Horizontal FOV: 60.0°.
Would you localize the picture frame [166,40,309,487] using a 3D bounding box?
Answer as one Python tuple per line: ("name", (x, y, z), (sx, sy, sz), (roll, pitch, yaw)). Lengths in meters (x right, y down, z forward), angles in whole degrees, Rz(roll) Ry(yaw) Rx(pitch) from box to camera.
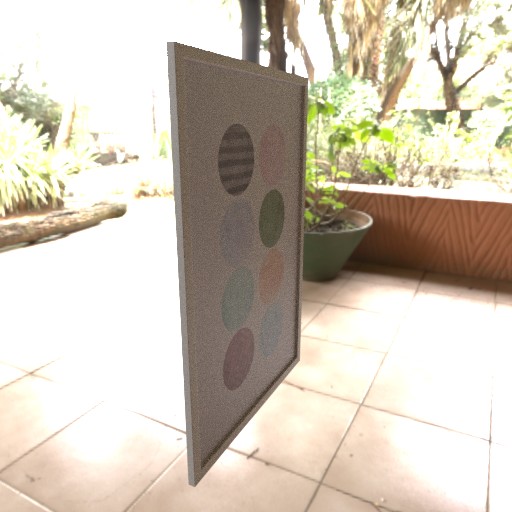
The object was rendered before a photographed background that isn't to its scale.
("picture frame", (0.000, 0.000, 0.822), (0.013, 0.657, 0.457), (8, 18, 26))
